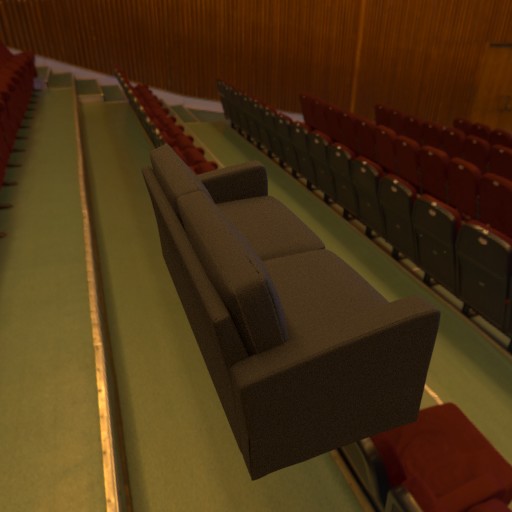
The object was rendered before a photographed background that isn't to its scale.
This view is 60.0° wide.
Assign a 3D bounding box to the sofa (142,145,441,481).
[{"bbox_3d":[0.000,0.000,2.347,0.898,0.839,1.852,-11,32,-18],"label":"sofa"}]
